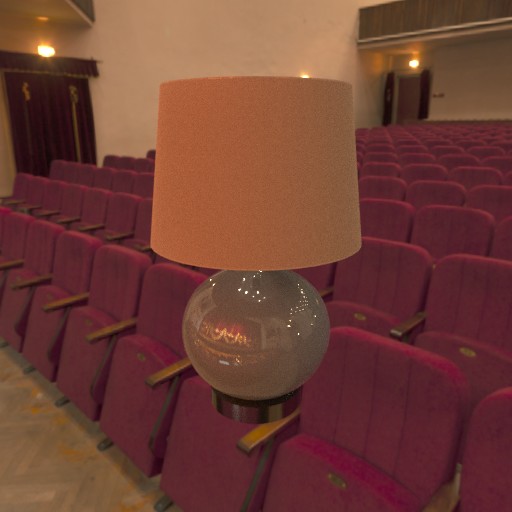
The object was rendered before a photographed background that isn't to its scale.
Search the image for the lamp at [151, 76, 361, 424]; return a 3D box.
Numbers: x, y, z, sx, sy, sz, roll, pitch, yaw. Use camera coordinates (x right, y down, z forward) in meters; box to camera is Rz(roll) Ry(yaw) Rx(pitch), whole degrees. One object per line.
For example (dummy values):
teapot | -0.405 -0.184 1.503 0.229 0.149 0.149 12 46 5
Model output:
lamp | 0.000 0.000 0.537 0.247 0.387 0.247 0 16 0
